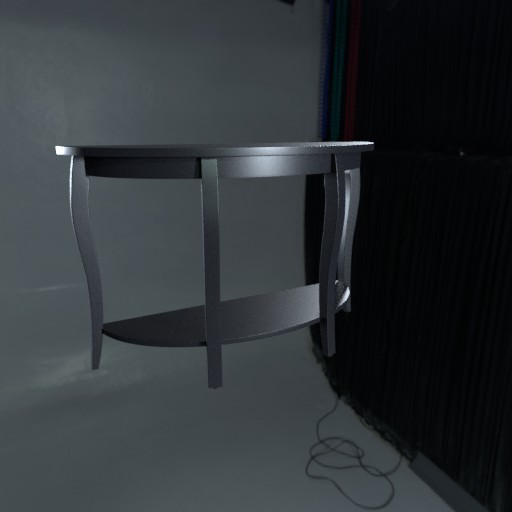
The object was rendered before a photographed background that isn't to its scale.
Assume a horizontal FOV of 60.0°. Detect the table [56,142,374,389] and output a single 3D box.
[{"bbox_3d":[0.000,0.000,1.605,1.219,0.780,0.394,-8,18,-26],"label":"table"}]
